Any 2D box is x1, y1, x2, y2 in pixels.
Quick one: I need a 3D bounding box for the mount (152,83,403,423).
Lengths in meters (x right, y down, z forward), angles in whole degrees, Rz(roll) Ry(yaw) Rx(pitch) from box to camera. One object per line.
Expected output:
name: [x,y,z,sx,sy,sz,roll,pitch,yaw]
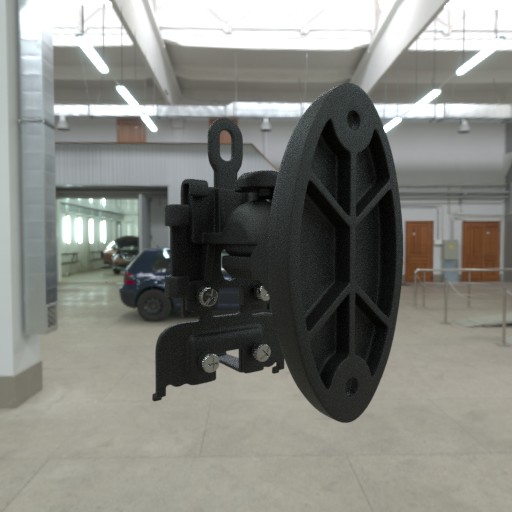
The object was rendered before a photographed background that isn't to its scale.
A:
mount: [0.000,0.000,0.177,0.066,0.118,0.100,-2,3,-37]
